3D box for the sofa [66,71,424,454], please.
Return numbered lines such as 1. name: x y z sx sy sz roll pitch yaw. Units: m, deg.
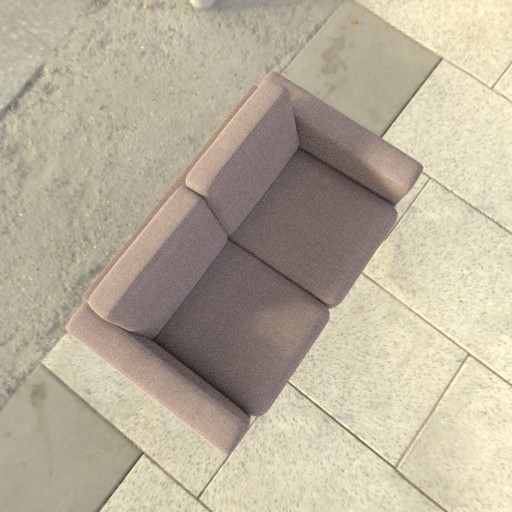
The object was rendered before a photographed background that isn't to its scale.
1. sofa: 0.000 0.000 2.086 0.900 0.800 1.520 35 80 7
